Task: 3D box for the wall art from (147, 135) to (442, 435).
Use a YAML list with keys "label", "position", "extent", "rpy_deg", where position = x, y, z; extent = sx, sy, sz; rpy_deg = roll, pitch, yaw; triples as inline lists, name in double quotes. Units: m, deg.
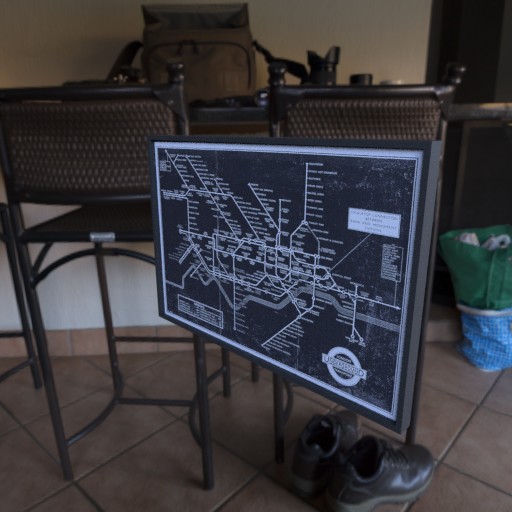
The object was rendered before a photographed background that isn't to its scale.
- label: "wall art"
  position: [0.000, 0.000, 0.581]
  extent: [0.443, 0.301, 0.021]
  rpy_deg: [15, 22, 42]
